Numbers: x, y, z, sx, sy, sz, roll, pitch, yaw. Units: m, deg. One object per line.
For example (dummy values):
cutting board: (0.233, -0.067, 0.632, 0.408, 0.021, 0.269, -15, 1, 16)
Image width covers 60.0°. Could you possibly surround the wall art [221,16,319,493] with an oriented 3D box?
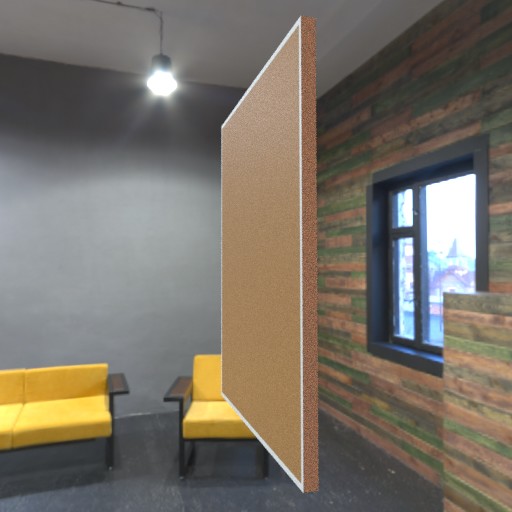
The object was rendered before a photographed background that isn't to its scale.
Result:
wall art: (0.000, 0.000, 1.358, 0.039, 1.050, 0.795, 1, -2, -17)
